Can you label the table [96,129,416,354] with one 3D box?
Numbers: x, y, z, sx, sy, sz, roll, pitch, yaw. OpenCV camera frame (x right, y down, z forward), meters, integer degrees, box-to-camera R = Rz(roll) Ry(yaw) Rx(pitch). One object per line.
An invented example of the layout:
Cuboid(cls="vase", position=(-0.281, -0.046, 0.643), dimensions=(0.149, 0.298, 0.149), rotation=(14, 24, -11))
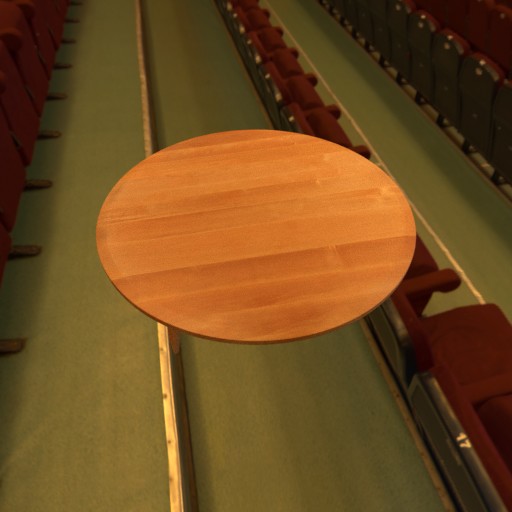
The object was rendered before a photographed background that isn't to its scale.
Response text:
Cuboid(cls="table", position=(0.000, 0.000, 1.422), dimensions=(0.900, 0.400, 0.900), rotation=(0, 46, 0))
